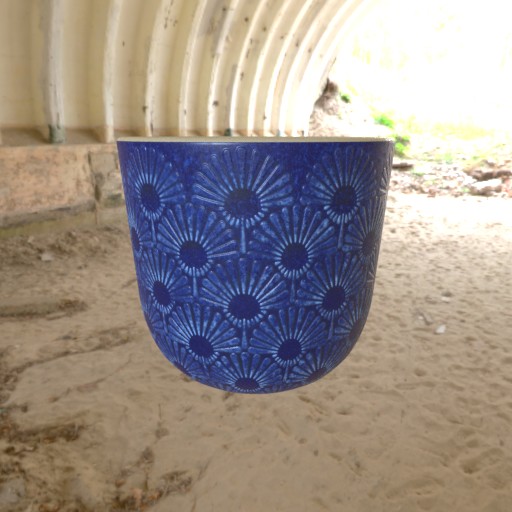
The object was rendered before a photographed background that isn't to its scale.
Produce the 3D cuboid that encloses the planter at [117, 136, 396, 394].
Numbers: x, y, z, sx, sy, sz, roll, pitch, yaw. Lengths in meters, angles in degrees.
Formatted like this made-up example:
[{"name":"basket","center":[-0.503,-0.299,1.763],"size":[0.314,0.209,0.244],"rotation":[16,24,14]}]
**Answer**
[{"name":"planter","center":[0.000,0.000,0.366],"size":[0.206,0.190,0.206],"rotation":[0,15,0]}]
